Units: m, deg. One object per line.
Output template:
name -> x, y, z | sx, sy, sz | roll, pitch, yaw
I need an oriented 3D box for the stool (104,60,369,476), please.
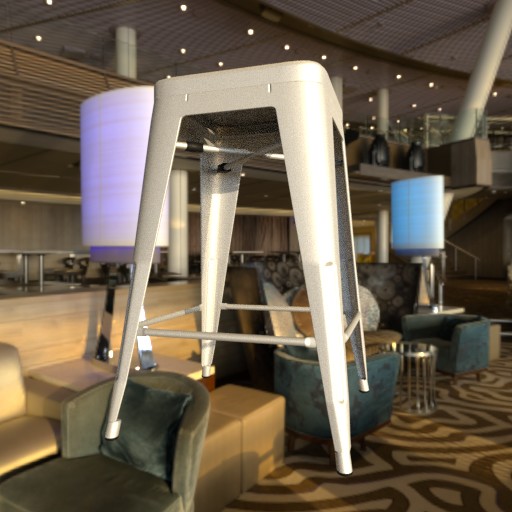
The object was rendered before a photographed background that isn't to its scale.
stool -> 0.000, 0.000, 0.862 | 0.406, 0.610, 0.406 | 0, 0, 18
